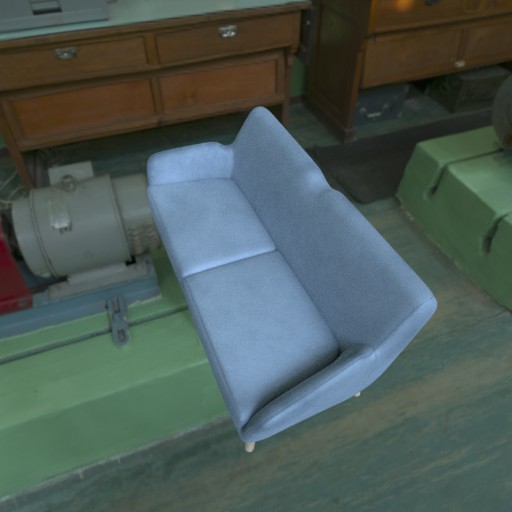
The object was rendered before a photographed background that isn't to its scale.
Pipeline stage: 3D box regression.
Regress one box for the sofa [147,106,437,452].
[{"bbox_3d":[0.000,0.000,2.378,0.850,0.810,1.870,-16,48,-16],"label":"sofa"}]
